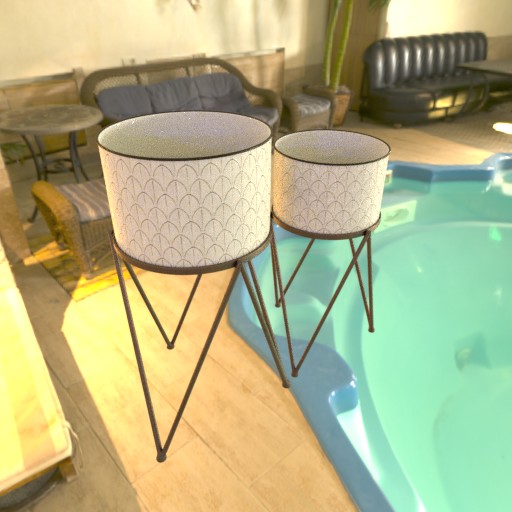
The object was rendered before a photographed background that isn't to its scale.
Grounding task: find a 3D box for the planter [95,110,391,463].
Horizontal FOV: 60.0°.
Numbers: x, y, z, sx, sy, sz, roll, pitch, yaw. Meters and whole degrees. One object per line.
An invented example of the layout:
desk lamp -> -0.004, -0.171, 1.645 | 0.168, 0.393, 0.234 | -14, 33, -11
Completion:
planter -> 0.000, 0.000, 1.138 | 0.769, 0.712, 0.413 | -21, 37, -30
